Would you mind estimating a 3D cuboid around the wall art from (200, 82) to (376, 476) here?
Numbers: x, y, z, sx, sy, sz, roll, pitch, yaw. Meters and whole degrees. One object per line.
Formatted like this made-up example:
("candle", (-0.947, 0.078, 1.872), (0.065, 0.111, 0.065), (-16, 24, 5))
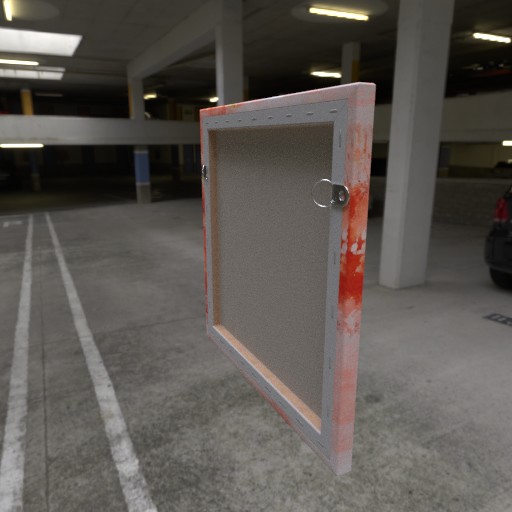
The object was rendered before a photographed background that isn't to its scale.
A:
("wall art", (0.000, 0.000, 1.122), (0.064, 0.746, 0.747), (-7, 16, -26))
